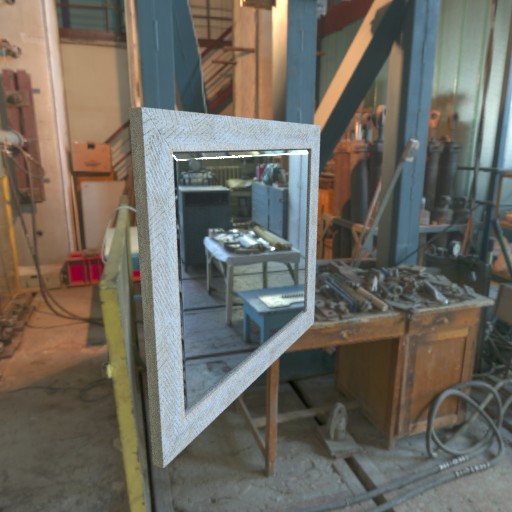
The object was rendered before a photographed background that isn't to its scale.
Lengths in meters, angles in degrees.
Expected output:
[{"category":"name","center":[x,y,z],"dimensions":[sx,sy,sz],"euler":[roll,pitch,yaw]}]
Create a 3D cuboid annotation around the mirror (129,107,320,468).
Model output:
[{"category":"mirror","center":[0.000,0.000,1.165],"dimensions":[0.028,0.689,0.839],"euler":[7,16,27]}]
